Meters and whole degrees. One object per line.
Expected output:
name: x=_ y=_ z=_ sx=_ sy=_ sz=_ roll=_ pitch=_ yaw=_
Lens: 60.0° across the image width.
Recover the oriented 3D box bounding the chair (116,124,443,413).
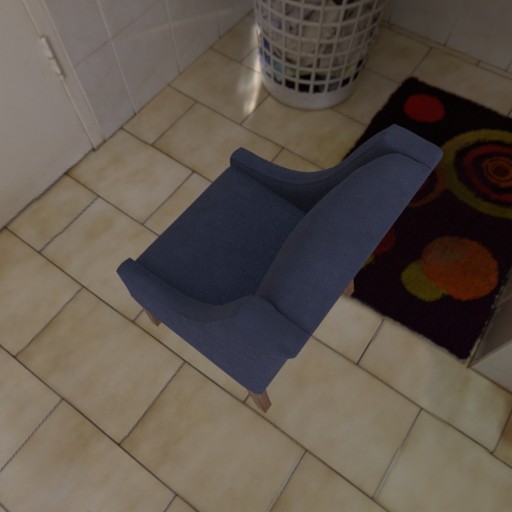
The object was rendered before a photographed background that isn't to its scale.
chair: x=0.000 y=0.000 z=1.373 sx=0.629 sy=0.895 sz=0.629 roll=34 pitch=68 yaw=16
